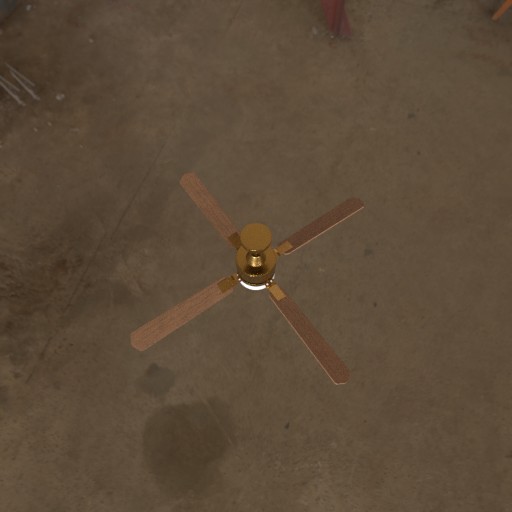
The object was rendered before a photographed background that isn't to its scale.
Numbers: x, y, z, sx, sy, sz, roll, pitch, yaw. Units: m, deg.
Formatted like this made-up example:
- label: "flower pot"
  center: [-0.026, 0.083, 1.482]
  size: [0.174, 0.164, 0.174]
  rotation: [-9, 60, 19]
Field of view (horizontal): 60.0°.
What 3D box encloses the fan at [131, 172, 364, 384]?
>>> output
- label: "fan"
  center: [0.000, 0.000, 2.008]
  size: [1.320, 0.355, 1.320]
  rotation: [-32, 67, -15]
